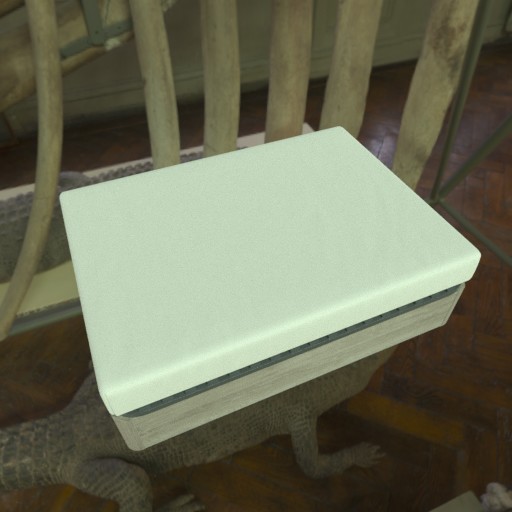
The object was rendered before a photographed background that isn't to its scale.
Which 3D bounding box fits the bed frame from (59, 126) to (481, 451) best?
[{"bbox_3d":[0.000,0.000,2.567,1.900,0.561,1.400,-17,48,-16],"label":"bed frame"}]
